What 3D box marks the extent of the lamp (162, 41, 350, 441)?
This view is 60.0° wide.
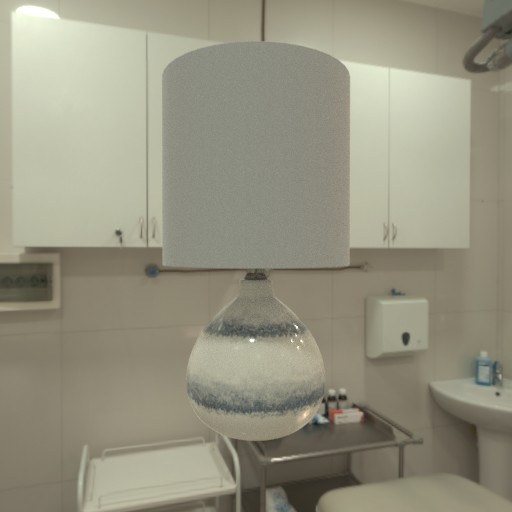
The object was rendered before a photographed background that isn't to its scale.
[{"bbox_3d":[0.000,0.000,0.524,0.216,0.404,0.216,0,1,-18],"label":"lamp"}]
